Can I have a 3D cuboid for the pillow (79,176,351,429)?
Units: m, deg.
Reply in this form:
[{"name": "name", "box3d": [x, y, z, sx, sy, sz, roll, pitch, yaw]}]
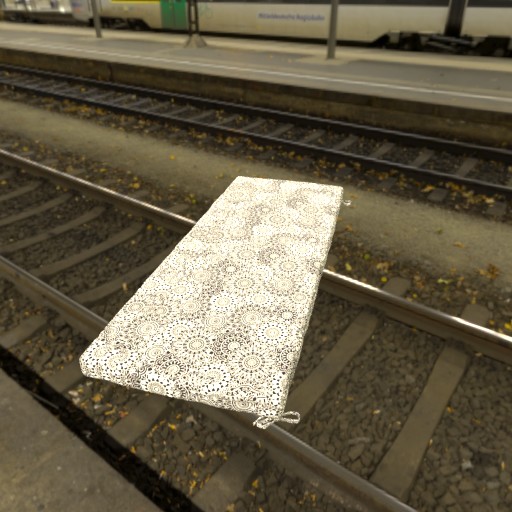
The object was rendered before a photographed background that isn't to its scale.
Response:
[{"name": "pillow", "box3d": [0.000, 0.000, 1.386, 0.492, 0.081, 1.187, 8, 32, 13]}]
